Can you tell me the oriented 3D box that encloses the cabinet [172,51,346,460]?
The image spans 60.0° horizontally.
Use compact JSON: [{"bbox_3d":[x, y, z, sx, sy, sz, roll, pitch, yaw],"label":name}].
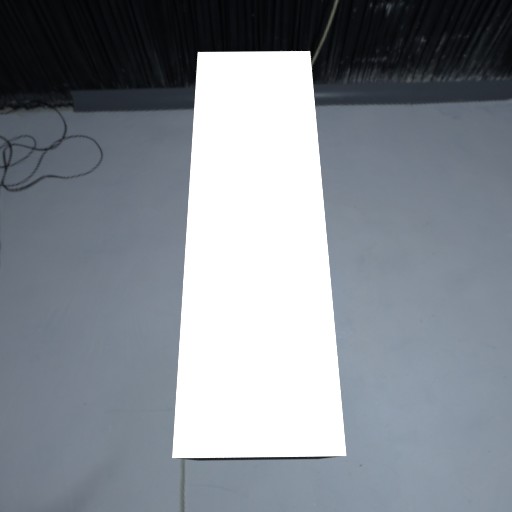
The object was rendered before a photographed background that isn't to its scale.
[{"bbox_3d":[0.000,0.000,1.980,0.500,0.780,1.649,-1,65,0],"label":"cabinet"}]
